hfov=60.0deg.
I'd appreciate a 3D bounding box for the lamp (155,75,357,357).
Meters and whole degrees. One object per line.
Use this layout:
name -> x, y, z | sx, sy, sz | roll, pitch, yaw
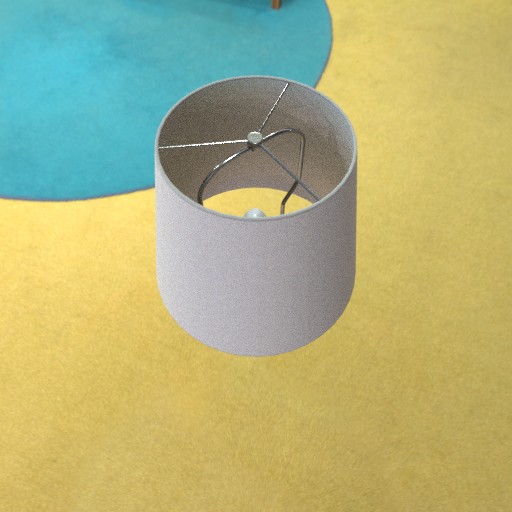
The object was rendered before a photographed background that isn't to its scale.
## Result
lamp -> 0.000, 0.000, 0.559 | 0.254, 0.392, 0.254 | 0, 58, 0
